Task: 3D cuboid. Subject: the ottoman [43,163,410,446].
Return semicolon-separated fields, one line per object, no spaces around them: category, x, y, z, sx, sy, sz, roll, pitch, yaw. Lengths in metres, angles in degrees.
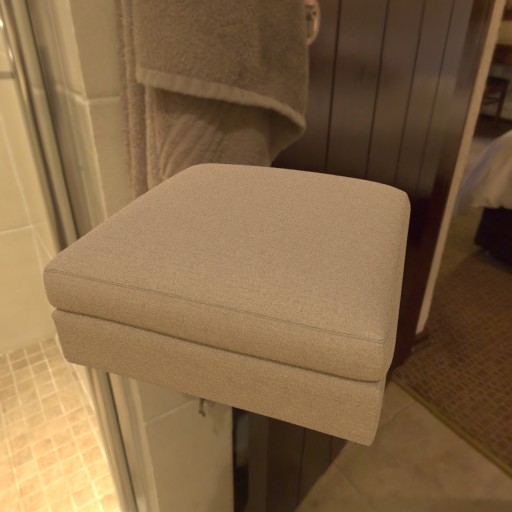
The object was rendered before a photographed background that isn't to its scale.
ottoman;0.000;0.000;1.649;1.041;0.470;1.041;10;31;17
